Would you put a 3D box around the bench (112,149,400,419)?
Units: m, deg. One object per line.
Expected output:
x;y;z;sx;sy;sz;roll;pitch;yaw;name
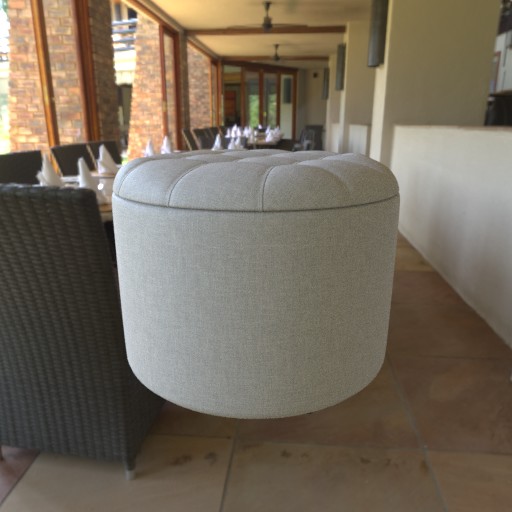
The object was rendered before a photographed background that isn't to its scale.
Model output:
0.000;0.000;1.004;0.600;0.453;0.600;0;17;0;bench
